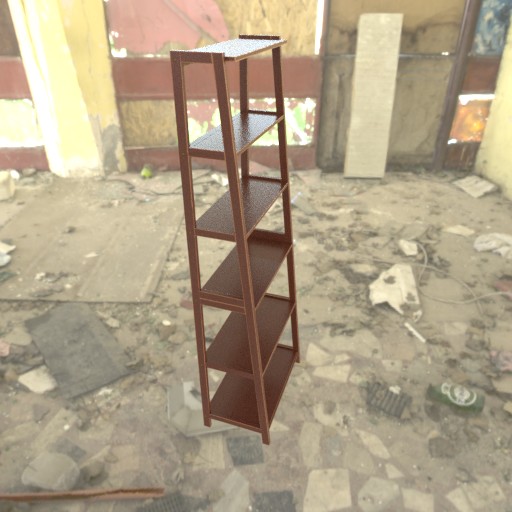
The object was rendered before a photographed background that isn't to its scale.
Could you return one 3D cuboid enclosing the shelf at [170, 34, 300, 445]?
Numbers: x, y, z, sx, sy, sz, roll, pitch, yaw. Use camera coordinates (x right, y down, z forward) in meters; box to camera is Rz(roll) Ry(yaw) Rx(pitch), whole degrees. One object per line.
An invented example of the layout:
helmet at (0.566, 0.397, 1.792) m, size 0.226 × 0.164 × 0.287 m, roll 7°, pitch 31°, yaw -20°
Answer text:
shelf at (0.000, 0.000, 2.174) m, size 0.381 × 1.892 × 0.660 m, roll 10°, pitch 33°, yaw 16°
